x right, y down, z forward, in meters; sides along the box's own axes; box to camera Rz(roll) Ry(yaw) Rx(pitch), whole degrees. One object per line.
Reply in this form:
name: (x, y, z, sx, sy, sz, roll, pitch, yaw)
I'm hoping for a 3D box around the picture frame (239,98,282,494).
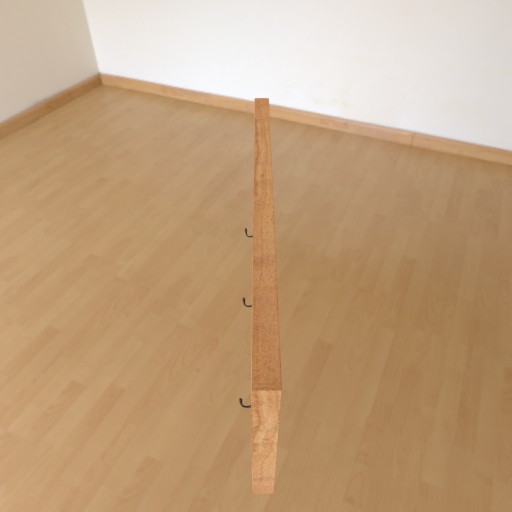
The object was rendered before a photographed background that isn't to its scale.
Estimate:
picture frame: (0.000, 0.000, 0.663, 0.045, 0.234, 0.582, 0, 43, 0)
